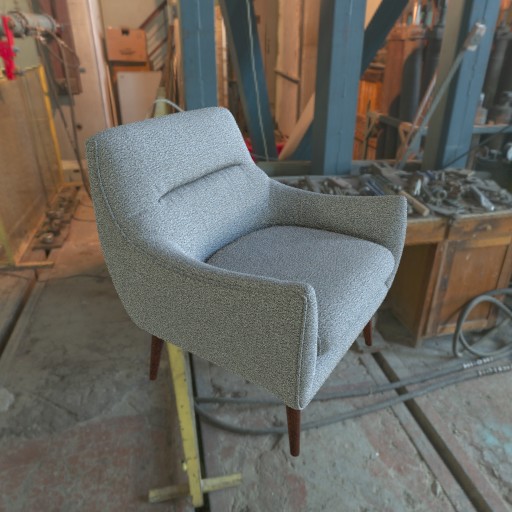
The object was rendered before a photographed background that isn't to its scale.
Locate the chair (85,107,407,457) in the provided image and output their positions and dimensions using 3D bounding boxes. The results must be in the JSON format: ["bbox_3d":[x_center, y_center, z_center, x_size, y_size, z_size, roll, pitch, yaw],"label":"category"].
[{"bbox_3d":[0.000,0.000,1.456,0.787,0.838,0.762,17,31,29],"label":"chair"}]
